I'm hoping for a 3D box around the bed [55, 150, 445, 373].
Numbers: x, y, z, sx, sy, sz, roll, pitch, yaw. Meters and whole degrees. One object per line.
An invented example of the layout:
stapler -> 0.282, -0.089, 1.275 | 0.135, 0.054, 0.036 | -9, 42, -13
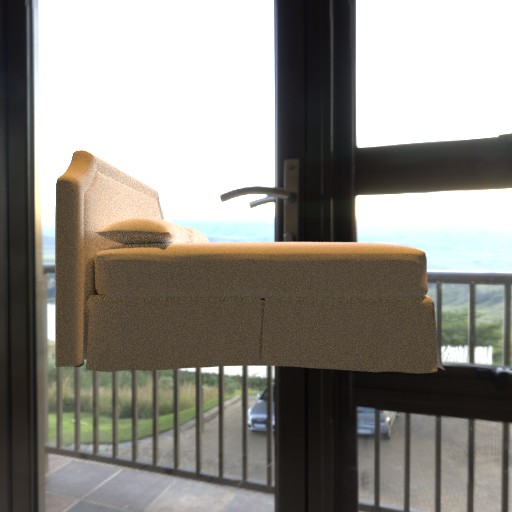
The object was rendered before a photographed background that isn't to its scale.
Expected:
bed -> 0.000, 0.000, 3.494 | 2.204, 1.301, 2.160 | 0, 1, 1
